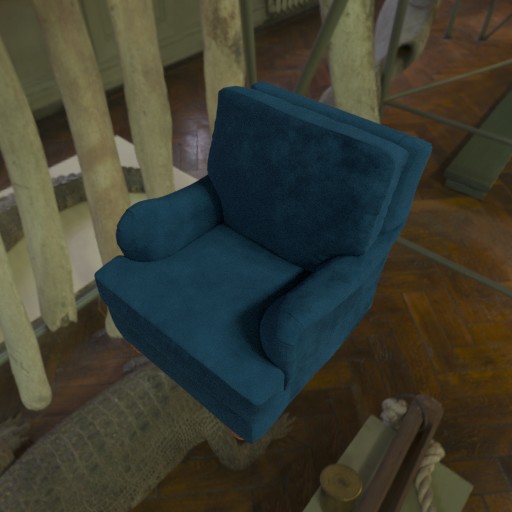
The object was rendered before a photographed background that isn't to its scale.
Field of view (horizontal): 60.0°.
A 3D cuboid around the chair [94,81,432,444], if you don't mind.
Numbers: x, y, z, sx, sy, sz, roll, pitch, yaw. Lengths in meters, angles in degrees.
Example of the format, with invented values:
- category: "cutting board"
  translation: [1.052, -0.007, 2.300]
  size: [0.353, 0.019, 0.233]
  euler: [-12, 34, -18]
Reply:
- category: "chair"
  translation: [0.000, 0.000, 1.855]
  size: [0.895, 1.076, 1.078]
  euler: [31, 53, 27]
